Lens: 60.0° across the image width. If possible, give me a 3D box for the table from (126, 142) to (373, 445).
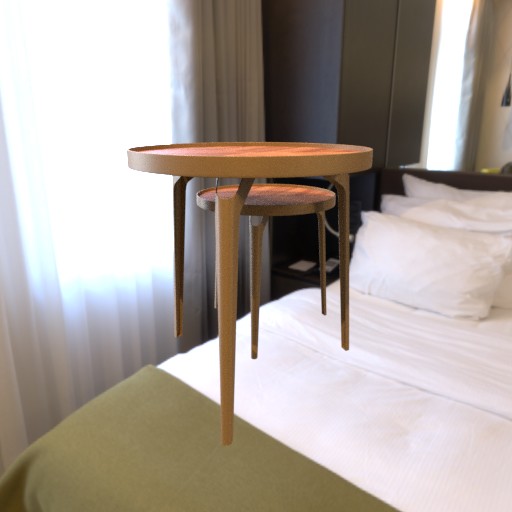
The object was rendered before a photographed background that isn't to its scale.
[{"bbox_3d":[0.000,0.000,1.147,0.532,0.555,0.751,3,17,9],"label":"table"}]
